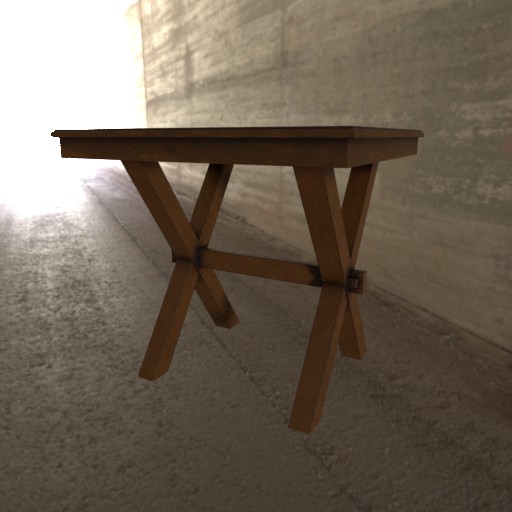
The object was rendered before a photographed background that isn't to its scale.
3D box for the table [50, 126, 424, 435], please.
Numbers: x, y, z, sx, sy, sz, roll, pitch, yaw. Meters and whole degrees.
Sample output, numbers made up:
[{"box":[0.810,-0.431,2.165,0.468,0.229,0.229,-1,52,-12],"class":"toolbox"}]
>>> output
[{"box":[0.000,0.000,1.026,0.602,0.562,0.560,8,17,28],"class":"table"}]
